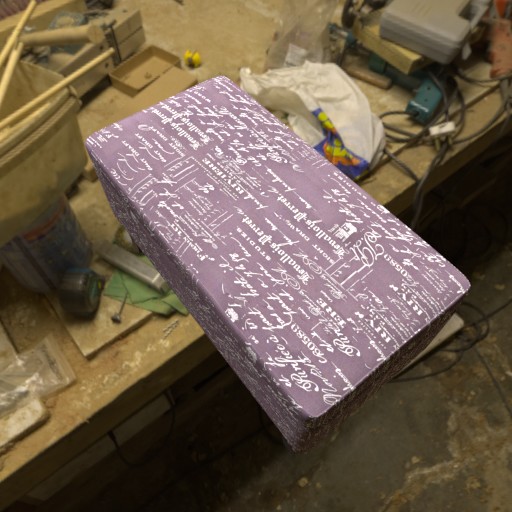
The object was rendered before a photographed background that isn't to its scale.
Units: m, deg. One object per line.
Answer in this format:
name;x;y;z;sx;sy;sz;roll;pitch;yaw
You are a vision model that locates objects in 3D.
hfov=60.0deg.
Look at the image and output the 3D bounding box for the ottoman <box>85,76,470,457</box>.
ottoman;0.000;0.000;1.077;0.406;0.457;0.813;-33;63;-20
